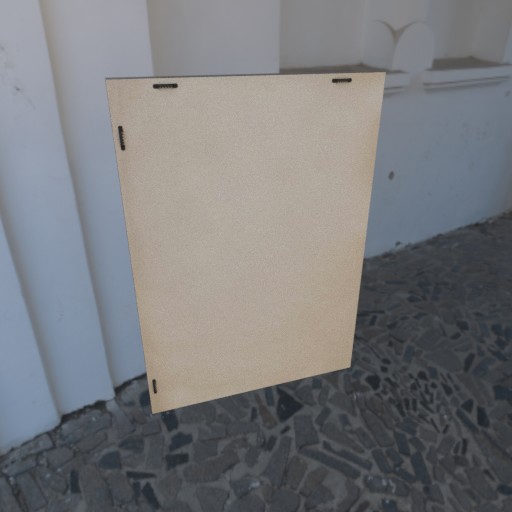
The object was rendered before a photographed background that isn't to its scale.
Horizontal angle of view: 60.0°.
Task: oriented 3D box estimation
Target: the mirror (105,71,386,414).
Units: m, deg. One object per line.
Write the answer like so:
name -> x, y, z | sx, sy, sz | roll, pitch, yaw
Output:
mirror -> 0.000, 0.000, 0.936 | 0.507, 0.710, 0.040 | -8, 28, -16
